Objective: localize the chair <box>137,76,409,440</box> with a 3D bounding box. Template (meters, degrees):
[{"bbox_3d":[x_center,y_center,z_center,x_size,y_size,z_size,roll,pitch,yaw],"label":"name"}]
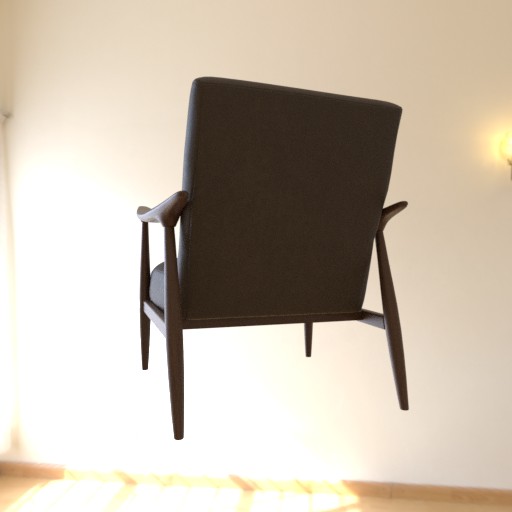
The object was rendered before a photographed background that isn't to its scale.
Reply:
[{"bbox_3d":[0.000,0.000,1.443,0.741,0.831,0.798,0,0,-19],"label":"chair"}]
